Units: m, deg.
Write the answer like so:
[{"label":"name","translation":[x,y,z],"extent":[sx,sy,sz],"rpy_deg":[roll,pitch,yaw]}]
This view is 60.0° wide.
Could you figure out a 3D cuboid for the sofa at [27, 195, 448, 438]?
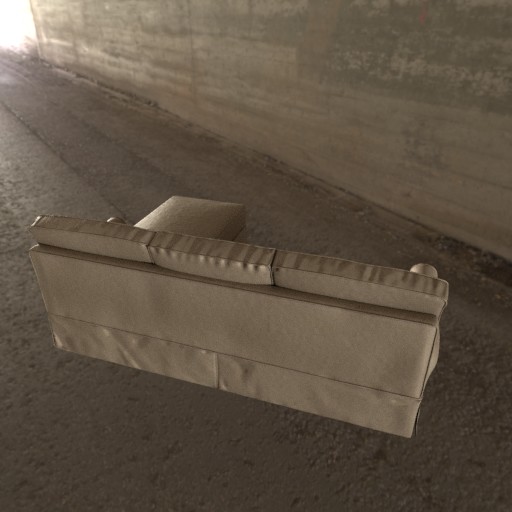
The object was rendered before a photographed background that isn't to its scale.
[{"label":"sofa","translation":[0.000,0.000,3.231],"extent":[2.475,0.978,1.733],"rpy_deg":[9,31,16]}]
